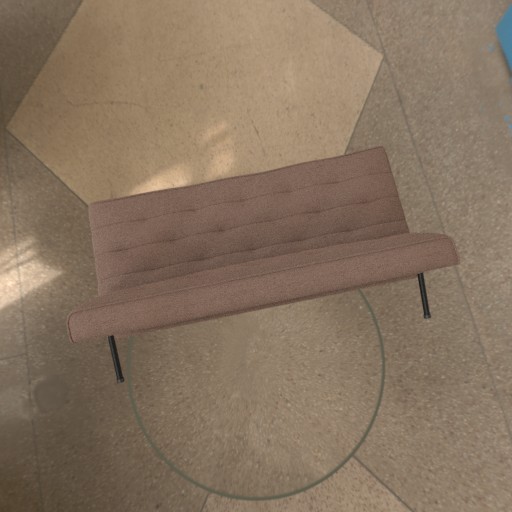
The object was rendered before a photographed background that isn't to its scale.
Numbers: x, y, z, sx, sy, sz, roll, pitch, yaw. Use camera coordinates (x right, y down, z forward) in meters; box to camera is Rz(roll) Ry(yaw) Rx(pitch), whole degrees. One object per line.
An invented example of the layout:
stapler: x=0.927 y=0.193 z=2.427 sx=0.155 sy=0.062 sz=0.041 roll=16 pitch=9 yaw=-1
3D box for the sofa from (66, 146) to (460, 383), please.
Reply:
sofa: x=0.000 y=0.000 z=2.427 sx=1.820 sy=0.810 sz=1.038 roll=-11 pitch=77 yaw=-3
